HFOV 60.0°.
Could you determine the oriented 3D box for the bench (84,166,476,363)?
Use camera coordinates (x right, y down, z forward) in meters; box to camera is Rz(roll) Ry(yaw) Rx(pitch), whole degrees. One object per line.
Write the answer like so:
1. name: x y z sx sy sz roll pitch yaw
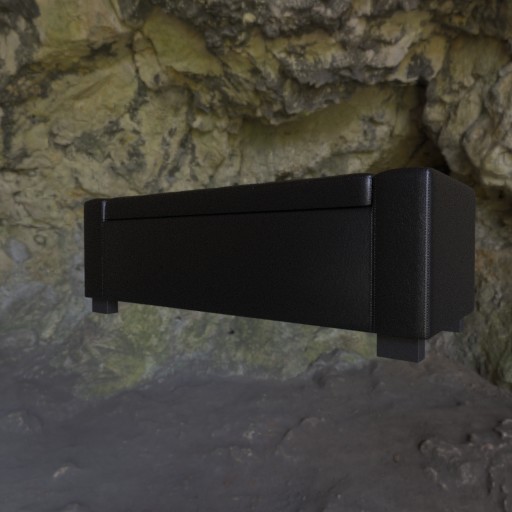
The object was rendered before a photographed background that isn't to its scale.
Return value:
1. bench: 0.000 0.000 1.532 1.296 0.445 0.508 1 2 36
